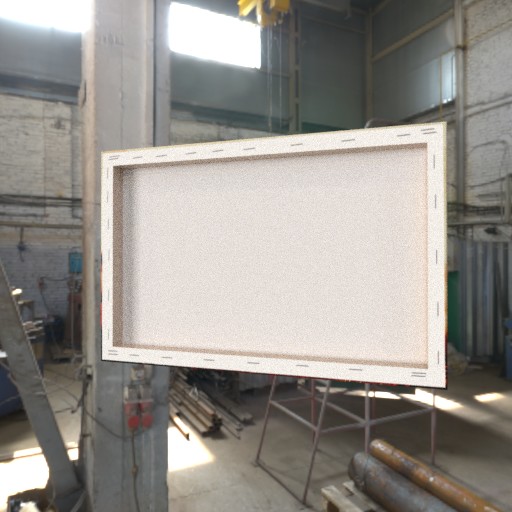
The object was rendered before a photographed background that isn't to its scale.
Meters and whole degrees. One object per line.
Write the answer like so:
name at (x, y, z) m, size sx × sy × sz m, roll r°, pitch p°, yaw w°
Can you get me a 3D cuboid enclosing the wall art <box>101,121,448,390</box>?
wall art at (0.000, 0.000, 0.775) m, size 0.613 × 0.402 × 0.040 m, roll 0°, pitch 0°, yaw 18°
